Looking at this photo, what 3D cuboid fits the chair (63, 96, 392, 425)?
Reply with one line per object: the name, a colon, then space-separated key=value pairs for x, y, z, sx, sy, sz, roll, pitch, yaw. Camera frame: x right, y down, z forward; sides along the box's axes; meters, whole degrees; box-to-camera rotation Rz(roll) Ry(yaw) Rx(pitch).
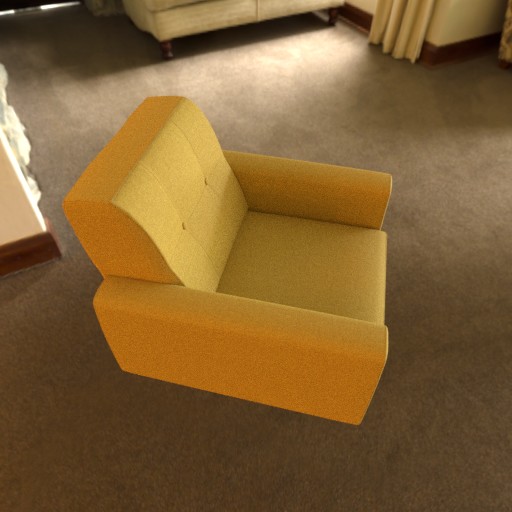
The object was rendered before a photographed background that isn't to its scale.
chair: x=0.000 y=0.000 z=1.545 sx=0.909 sy=0.841 sz=0.831 roll=9 pitch=47 yaw=9
